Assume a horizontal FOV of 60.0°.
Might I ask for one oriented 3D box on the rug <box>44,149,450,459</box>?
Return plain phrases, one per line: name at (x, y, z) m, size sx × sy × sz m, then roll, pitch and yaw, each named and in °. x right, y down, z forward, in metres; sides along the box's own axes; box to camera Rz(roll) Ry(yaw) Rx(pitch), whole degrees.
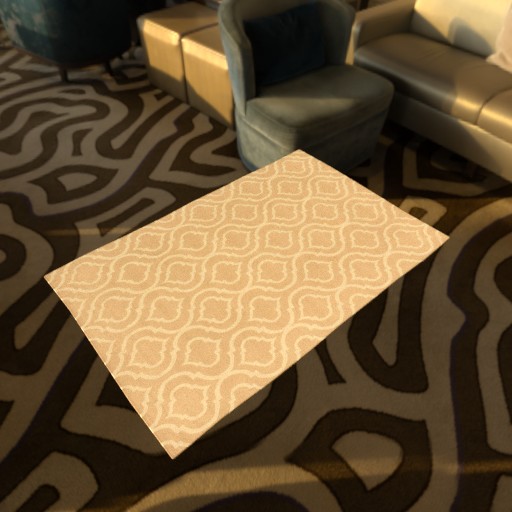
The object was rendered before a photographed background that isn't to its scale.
rug at (0.000, 0.000, 2.257) m, size 1.761 × 0.013 × 1.152 m, roll -32°, pitch 53°, yaw -27°
